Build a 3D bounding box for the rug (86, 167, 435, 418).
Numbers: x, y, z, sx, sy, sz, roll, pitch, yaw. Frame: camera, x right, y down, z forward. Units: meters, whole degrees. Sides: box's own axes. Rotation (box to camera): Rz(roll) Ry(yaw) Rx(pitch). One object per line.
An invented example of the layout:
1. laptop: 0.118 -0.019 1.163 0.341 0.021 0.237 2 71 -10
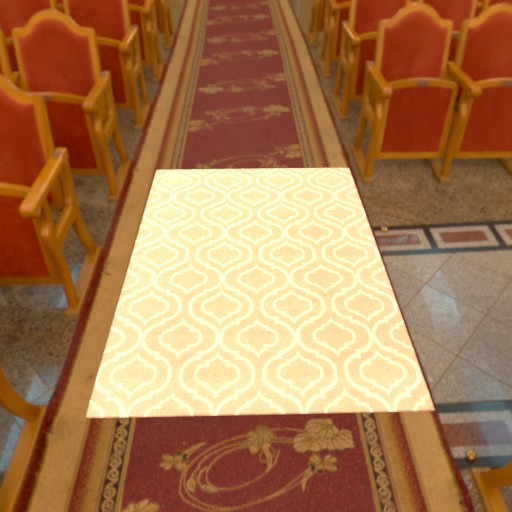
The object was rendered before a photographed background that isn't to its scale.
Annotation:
1. rug: 0.000 0.000 4.343 2.438 0.010 3.353 -1 41 -1
